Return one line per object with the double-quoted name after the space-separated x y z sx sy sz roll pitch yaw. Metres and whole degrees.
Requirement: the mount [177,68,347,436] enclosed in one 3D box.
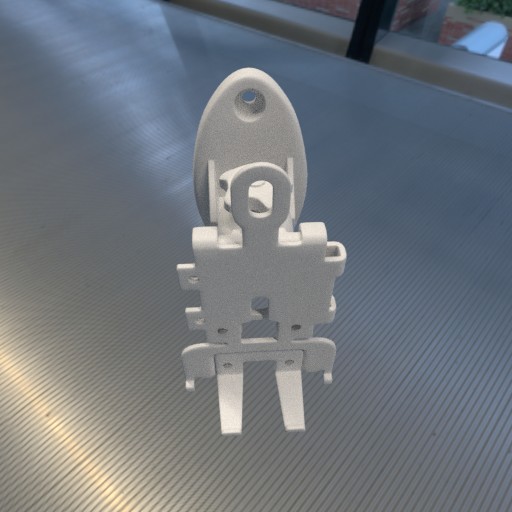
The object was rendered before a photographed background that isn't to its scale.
0.000 0.000 0.177 0.066 0.118 0.100 -3 46 -2 "mount"
